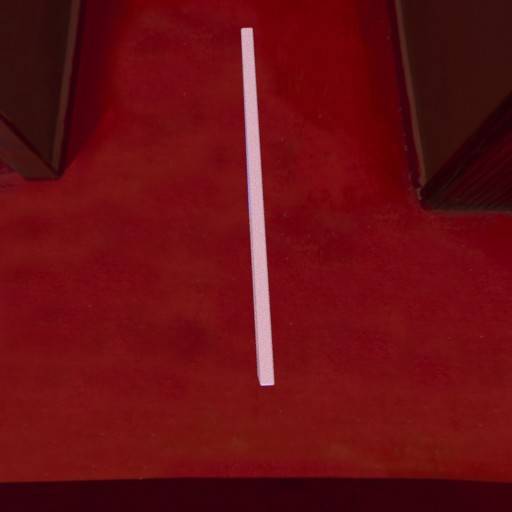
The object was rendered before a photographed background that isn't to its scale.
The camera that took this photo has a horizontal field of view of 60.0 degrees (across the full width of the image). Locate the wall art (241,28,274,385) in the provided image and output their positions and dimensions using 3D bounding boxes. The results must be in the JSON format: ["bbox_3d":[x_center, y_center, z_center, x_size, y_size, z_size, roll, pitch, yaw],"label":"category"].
[{"bbox_3d":[0.000,0.000,0.617,0.011,0.482,0.329,-3,76,-1],"label":"wall art"}]
